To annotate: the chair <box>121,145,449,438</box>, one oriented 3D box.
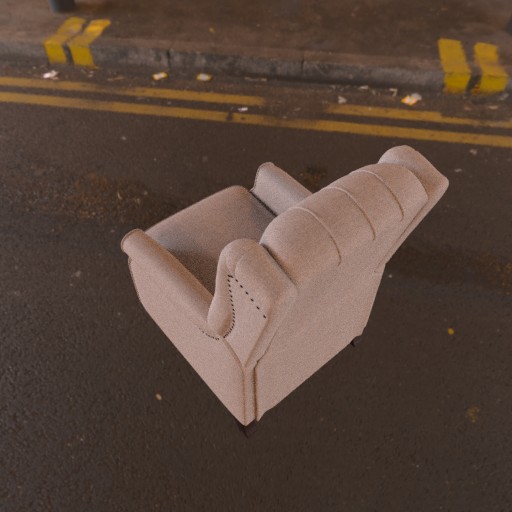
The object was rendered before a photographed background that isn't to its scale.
[{"bbox_3d":[0.000,0.000,1.634,0.742,1.035,0.902,-32,55,-26],"label":"chair"}]
